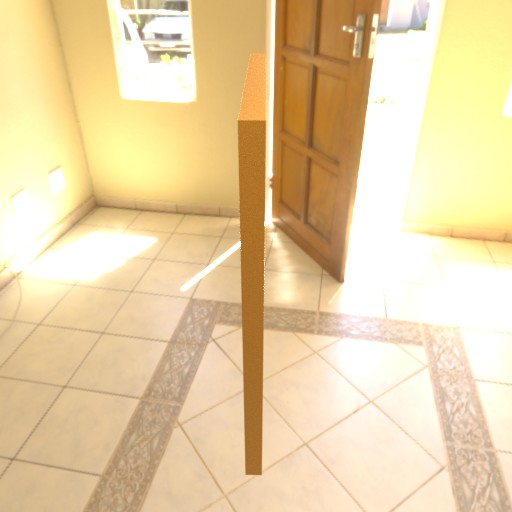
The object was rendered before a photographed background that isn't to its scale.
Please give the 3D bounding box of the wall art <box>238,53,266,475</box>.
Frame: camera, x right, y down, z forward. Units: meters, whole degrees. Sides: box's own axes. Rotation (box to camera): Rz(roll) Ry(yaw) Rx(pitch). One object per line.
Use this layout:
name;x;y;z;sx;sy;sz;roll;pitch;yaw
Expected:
wall art;0.000;0.000;1.065;0.038;0.812;0.610;1;32;1
